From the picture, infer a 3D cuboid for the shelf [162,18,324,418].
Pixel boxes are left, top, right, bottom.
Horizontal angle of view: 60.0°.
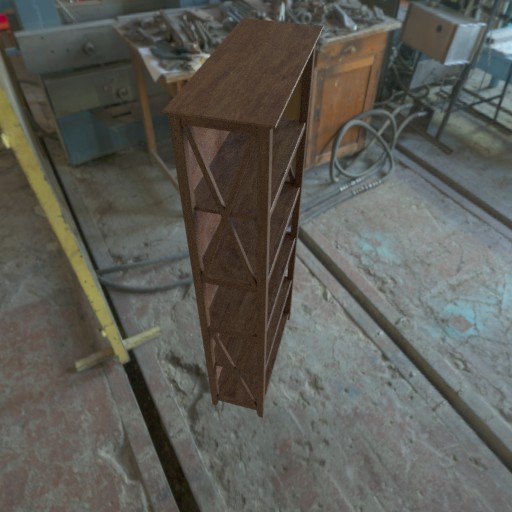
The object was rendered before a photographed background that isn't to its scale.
[{"bbox_3d":[0.000,0.000,2.195,0.335,1.905,0.805,11,47,11],"label":"shelf"}]
